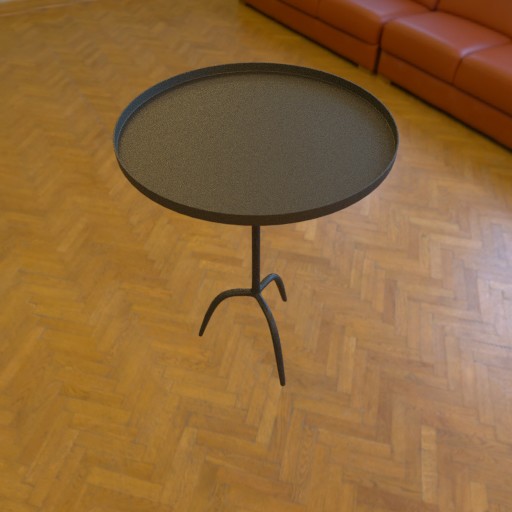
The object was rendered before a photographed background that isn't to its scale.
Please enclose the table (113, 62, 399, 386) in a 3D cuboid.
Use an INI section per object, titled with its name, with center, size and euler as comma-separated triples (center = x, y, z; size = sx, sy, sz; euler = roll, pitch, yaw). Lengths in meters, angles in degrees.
[table]
center = 0.000, 0.000, 1.049
size = 0.502, 0.700, 0.502
euler = -25, 52, -22
